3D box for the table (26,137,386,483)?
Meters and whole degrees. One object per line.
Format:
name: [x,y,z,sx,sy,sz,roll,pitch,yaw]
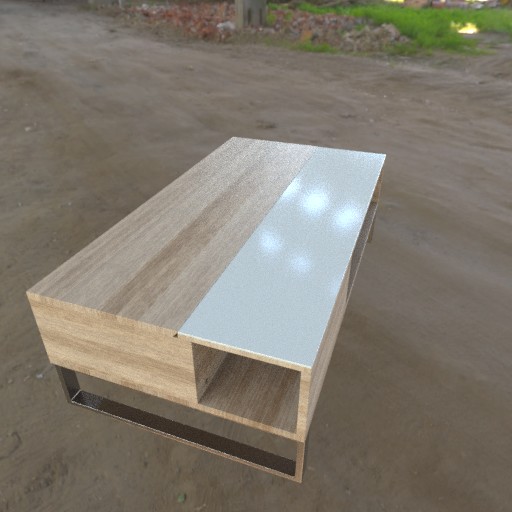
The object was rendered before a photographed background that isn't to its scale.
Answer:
table: [0.000,0.000,1.349,0.600,0.350,1.100,11,34,17]
